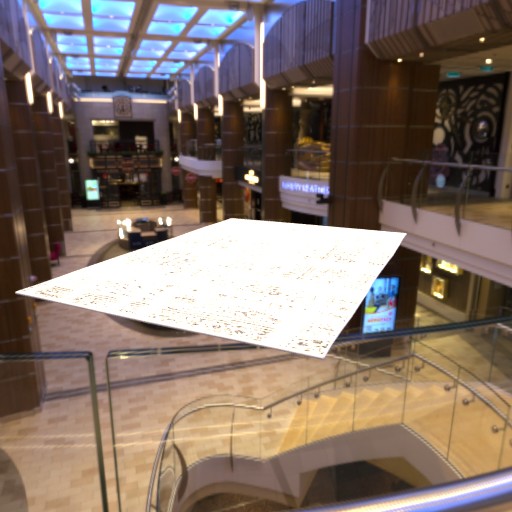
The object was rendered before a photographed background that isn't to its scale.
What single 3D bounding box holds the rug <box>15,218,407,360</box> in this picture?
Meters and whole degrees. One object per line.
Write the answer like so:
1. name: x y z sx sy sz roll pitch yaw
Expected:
1. rug: 0.000 0.000 3.065 1.706 0.026 2.438 7 17 24
